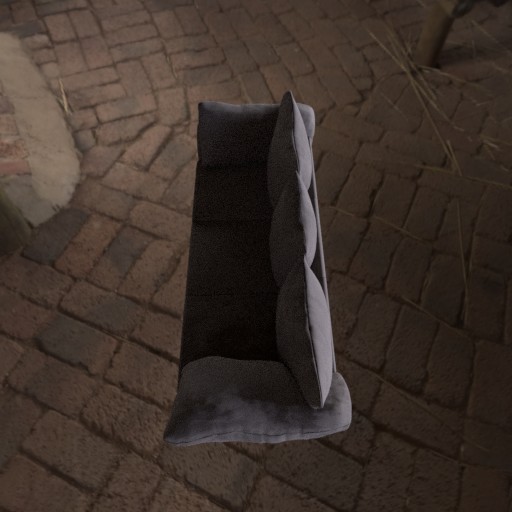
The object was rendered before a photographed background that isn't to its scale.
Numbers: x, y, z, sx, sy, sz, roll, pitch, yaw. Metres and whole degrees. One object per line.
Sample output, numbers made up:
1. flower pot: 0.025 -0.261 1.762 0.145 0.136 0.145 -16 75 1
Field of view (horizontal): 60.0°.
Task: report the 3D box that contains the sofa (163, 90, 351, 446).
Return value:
1. sofa: 0.000 0.000 2.864 0.893 0.981 2.377 0 57 0
